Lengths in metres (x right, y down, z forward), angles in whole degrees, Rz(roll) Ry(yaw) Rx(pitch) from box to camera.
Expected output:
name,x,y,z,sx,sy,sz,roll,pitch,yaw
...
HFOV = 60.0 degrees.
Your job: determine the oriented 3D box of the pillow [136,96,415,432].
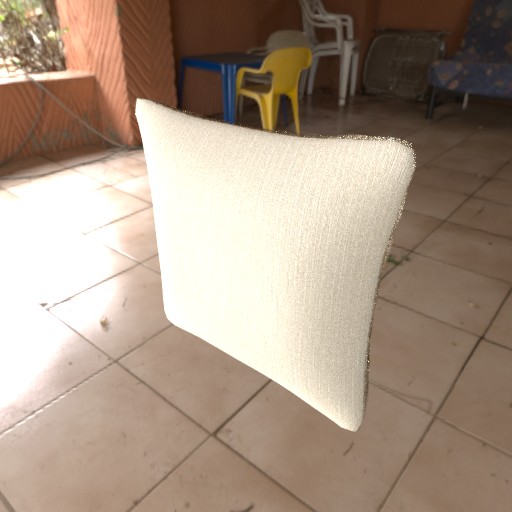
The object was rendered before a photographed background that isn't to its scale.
name,x,y,z,sx,sy,sz,roll,pitch,yaw
pillow,0.000,0.000,0.823,0.538,0.525,0.216,22,36,33
